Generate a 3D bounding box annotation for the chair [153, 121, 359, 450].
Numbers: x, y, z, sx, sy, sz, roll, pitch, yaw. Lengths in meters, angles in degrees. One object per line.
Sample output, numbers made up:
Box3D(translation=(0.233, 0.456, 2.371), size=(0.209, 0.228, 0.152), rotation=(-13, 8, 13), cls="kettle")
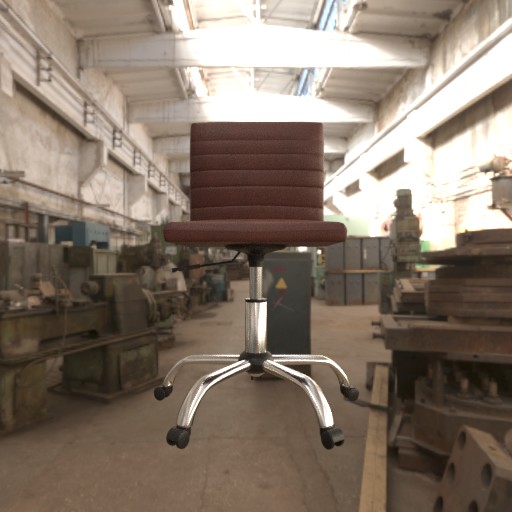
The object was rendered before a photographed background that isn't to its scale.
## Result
Box3D(translation=(0.000, 0.000, 1.145), size=(0.556, 0.780, 0.530), rotation=(0, 0, 1), cls="chair")
